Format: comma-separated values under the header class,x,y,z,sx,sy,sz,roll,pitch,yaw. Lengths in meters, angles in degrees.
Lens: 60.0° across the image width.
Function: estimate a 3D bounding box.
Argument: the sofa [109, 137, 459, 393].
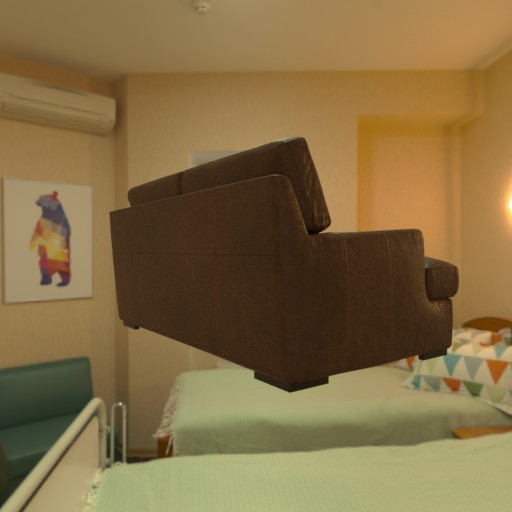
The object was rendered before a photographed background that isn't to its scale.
class,x,y,z,sx,sy,sz,roll,pitch,yaw
sofa,0.000,0.000,2.542,1.143,0.939,1.880,-1,1,-35
